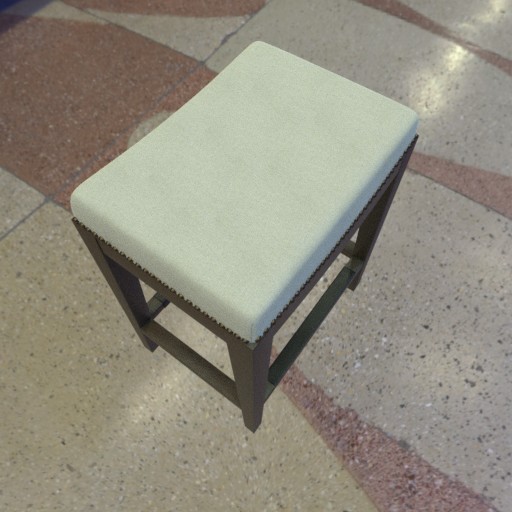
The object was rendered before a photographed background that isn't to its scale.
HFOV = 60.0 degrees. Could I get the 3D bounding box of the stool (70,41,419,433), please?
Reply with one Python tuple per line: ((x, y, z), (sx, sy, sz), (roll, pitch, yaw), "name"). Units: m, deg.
((0.000, 0.000, 0.947), (0.361, 0.642, 0.500), (33, 65, 18), "stool")
